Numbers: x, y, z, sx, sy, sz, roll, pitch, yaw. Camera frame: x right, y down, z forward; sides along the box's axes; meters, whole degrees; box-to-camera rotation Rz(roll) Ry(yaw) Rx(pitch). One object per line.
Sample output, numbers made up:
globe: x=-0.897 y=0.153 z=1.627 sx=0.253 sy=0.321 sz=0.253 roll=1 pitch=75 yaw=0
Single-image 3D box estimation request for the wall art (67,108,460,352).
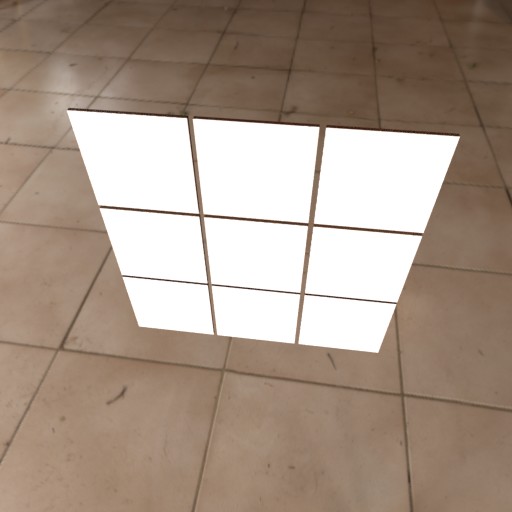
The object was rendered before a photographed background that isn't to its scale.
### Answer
wall art: x=0.000 y=0.000 z=1.863 sx=1.256 sy=1.246 sz=0.017 roll=5 pitch=47 yaw=5
